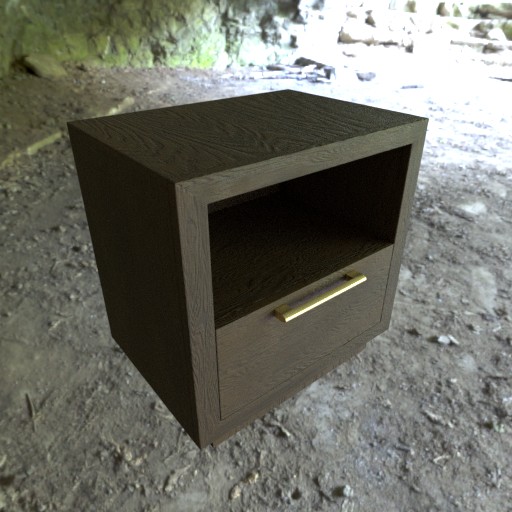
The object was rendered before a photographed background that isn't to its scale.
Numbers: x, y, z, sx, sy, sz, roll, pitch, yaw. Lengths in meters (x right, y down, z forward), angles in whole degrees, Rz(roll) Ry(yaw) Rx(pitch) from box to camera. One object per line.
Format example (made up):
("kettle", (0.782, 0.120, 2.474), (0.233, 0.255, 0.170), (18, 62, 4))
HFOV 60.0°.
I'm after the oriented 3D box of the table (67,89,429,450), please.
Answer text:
("table", (0.000, 0.000, 0.979), (0.560, 0.585, 0.439), (-22, 37, -33))
